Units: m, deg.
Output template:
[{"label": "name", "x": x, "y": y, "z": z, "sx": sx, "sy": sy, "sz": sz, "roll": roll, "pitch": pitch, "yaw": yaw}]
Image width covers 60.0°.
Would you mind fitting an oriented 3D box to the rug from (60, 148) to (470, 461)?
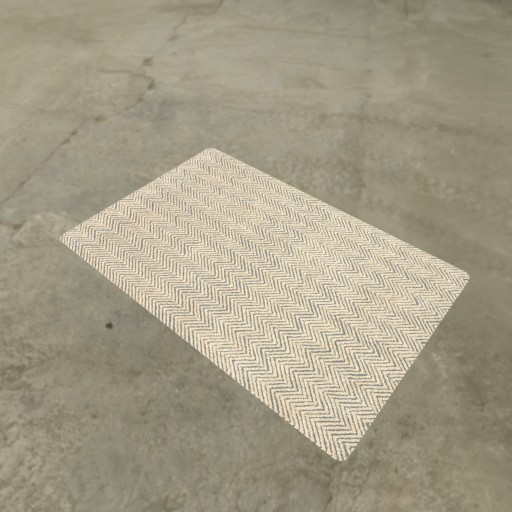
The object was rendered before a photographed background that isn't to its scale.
[{"label": "rug", "x": 0.000, "y": 0.000, "z": 2.221, "sx": 1.752, "sy": 0.008, "sz": 1.144, "roll": 31, "pitch": 53, "yaw": 27}]
